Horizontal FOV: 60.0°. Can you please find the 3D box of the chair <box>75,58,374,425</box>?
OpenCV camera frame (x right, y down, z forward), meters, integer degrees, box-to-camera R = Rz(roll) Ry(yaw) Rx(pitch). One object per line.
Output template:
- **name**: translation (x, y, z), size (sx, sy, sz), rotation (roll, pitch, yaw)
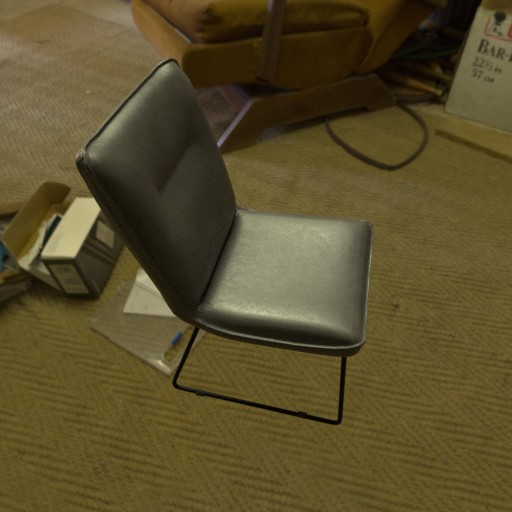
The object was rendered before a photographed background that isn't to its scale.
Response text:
- **chair**: translation (0.000, 0.000, 1.328), size (0.688, 0.932, 0.515), rotation (10, 47, 9)
